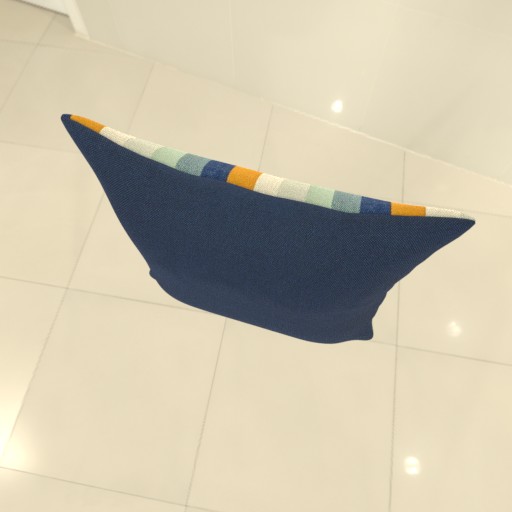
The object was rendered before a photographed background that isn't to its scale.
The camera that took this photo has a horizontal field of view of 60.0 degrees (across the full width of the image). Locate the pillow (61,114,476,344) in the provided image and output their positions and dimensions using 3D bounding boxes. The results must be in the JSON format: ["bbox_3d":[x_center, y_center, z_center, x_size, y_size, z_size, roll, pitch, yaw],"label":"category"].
[{"bbox_3d":[0.000,0.000,0.676,0.463,0.454,0.173,15,65,7],"label":"pillow"}]
